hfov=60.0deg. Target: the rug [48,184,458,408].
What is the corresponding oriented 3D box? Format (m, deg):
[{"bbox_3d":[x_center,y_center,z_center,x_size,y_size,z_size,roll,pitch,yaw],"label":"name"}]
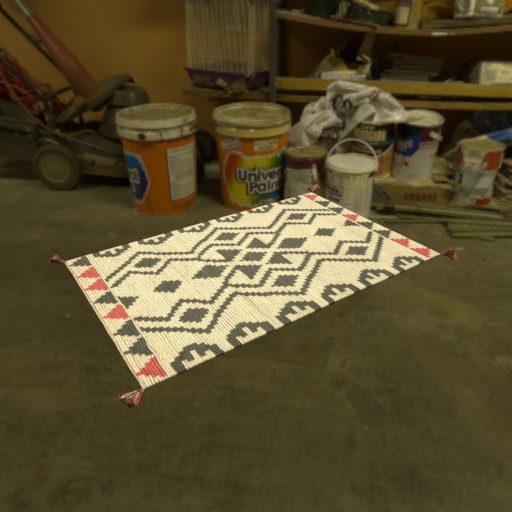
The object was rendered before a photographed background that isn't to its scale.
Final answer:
[{"bbox_3d":[0.000,0.000,3.363,2.672,0.066,1.741,-19,35,-29],"label":"rug"}]
